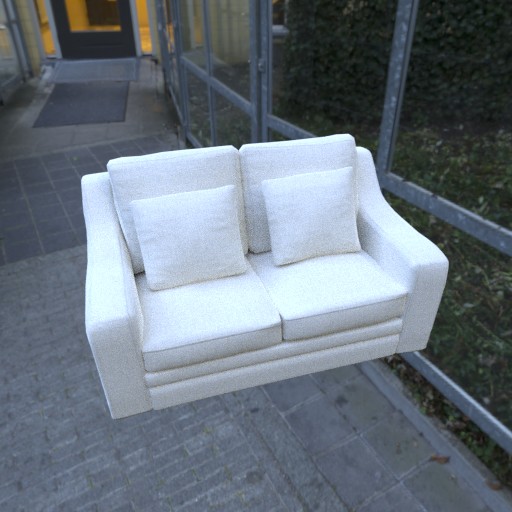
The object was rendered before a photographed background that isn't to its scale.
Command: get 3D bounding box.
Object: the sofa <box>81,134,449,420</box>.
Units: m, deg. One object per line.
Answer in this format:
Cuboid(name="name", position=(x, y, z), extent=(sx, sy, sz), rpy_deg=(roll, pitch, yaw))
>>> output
Cuboid(name="sofa", position=(0.000, 0.000, 2.393), extent=(1.744, 1.047, 1.040), rpy_deg=(-9, 34, -13))
